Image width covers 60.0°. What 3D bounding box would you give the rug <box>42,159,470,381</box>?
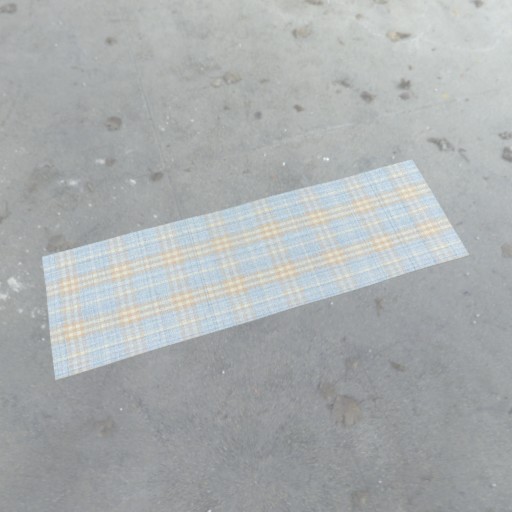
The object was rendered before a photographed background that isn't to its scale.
[{"bbox_3d":[0.000,0.000,2.643,2.439,0.013,0.762,-16,64,-8],"label":"rug"}]
